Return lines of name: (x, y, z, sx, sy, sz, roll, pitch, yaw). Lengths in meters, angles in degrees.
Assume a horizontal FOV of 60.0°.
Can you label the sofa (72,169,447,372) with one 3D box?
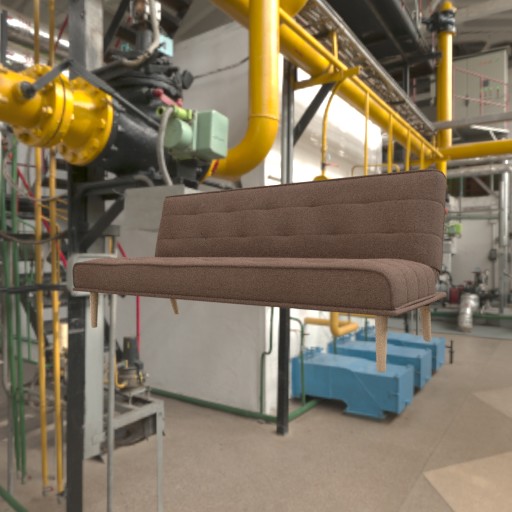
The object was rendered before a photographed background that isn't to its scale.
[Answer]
sofa: (0.000, 0.000, 2.386, 1.820, 0.810, 1.038, 0, 0, 35)
